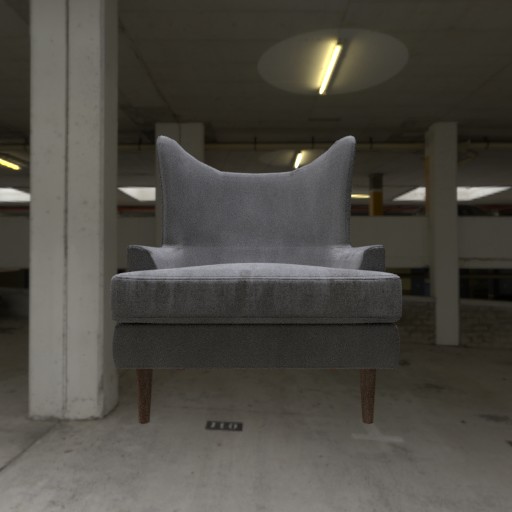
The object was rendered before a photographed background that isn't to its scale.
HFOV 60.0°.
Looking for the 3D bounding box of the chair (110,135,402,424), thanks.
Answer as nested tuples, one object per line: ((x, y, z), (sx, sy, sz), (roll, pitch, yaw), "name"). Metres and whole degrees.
((0.000, 0.000, 1.610), (0.784, 0.950, 0.906), (0, -1, 0), "chair")
